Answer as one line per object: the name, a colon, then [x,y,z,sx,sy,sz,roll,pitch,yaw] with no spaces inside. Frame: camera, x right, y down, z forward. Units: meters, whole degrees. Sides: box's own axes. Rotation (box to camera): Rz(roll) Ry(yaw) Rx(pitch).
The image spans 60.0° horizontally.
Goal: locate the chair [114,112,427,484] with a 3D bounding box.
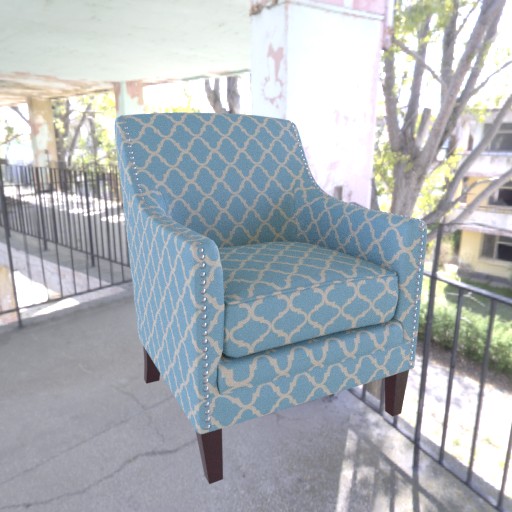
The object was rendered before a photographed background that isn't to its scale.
chair: [0.000,0.000,1.271,0.617,0.817,0.686,-7,16,-27]
